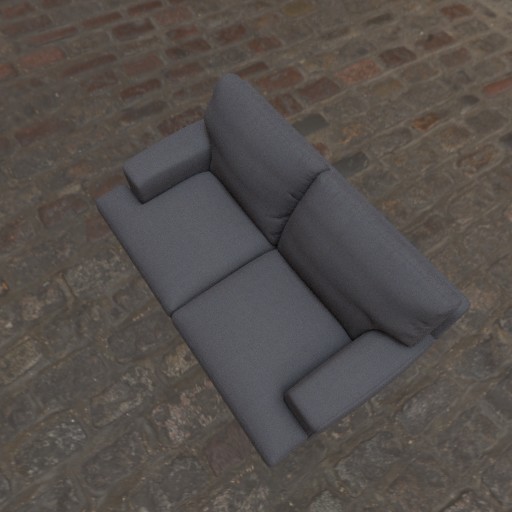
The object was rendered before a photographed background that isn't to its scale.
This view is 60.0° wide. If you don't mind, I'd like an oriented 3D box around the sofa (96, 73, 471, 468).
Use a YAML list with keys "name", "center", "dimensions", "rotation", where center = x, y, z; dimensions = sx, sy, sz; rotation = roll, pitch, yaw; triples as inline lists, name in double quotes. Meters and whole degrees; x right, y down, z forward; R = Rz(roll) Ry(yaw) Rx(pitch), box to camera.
- name: "sofa"
  center: [0.000, 0.000, 2.454]
  dimensions: [1.143, 0.940, 1.880]
  rotation: [-32, 67, -16]
